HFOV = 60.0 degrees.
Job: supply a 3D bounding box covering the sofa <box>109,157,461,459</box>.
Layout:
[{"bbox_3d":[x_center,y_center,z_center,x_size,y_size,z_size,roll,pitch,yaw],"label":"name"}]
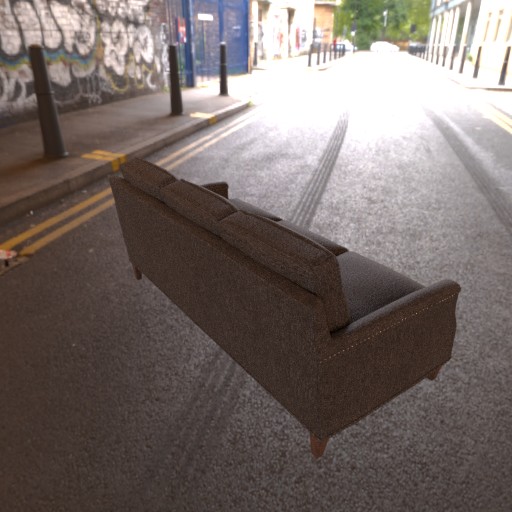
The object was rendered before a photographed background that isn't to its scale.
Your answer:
[{"bbox_3d":[0.000,0.000,2.831,1.084,1.003,2.246,-18,31,-32],"label":"sofa"}]
